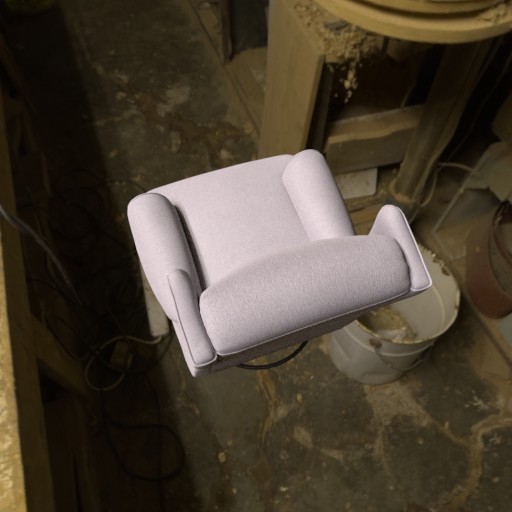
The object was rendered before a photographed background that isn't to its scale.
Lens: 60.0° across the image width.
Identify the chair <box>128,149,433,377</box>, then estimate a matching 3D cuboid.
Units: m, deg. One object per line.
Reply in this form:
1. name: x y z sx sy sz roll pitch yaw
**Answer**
1. chair: 0.000 0.000 1.708 0.847 1.011 0.969 -17 60 -10
